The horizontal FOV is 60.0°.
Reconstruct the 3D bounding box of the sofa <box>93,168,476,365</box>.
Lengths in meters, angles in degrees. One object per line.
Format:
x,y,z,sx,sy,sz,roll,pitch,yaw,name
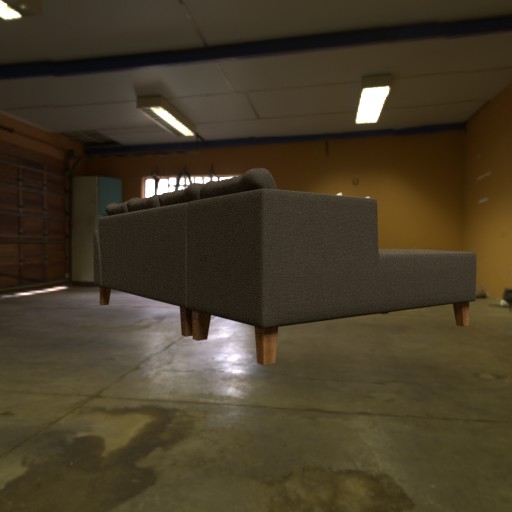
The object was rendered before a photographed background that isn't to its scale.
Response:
0.000,0.000,3.577,1.829,0.932,2.679,-1,2,-35,sofa
